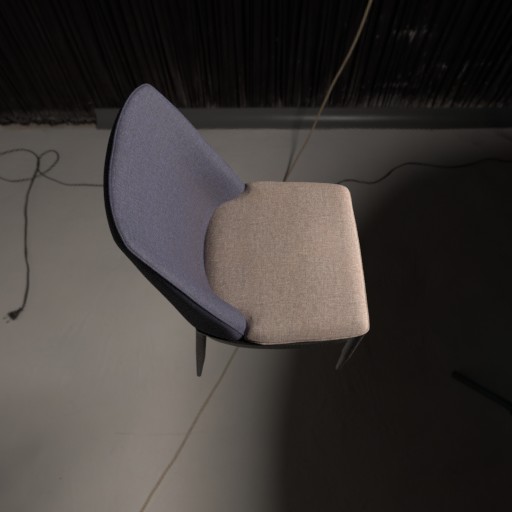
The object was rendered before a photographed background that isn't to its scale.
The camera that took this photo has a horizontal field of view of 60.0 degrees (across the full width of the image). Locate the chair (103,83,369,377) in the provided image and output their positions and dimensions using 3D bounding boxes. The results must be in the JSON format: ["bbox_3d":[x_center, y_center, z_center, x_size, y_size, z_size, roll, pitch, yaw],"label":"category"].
[{"bbox_3d":[0.000,0.000,1.168,0.551,0.839,0.480,-1,63,-1],"label":"chair"}]
